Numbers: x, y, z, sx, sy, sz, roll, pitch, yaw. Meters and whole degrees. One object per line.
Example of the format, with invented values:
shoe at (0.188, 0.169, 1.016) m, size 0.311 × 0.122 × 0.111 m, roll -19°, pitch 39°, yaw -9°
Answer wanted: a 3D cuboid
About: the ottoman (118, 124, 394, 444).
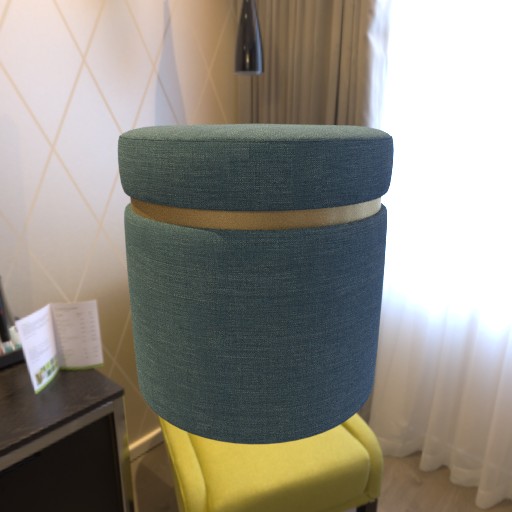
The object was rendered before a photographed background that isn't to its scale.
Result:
ottoman at (0.000, 0.000, 0.710) m, size 0.398 × 0.406 × 0.398 m, roll 0°, pitch 17°, yaw 0°
